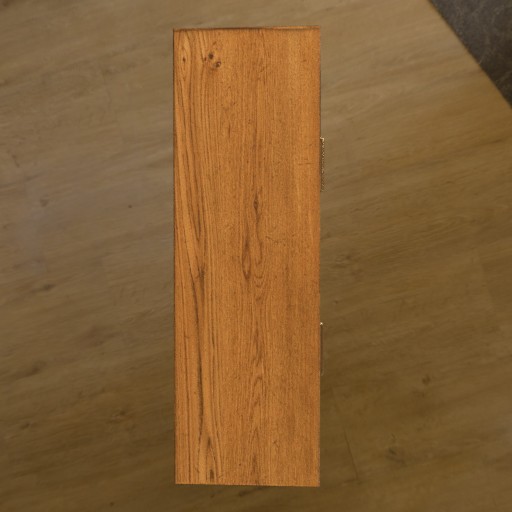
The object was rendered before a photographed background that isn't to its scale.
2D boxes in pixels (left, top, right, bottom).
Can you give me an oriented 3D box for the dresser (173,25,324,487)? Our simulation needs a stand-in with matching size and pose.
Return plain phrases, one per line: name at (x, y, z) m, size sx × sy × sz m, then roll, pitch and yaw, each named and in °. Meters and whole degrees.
dresser at (0.000, 0.000, 2.061) m, size 0.563 × 0.932 × 1.657 m, roll 0°, pitch 91°, yaw 2°
